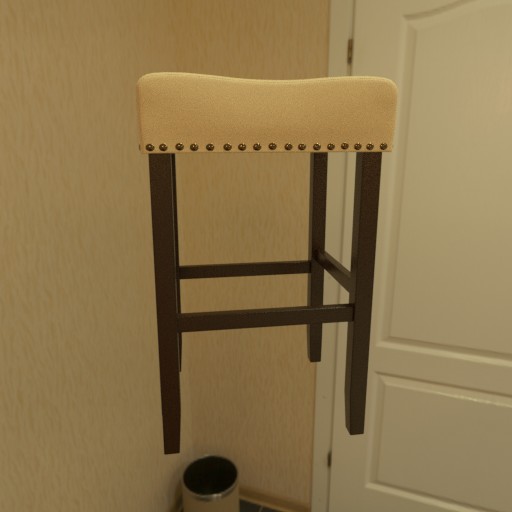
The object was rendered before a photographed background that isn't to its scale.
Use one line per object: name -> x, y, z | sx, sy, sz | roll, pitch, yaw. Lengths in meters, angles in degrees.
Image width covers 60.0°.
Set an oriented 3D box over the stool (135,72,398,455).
stool -> 0.000, 0.000, 1.050 | 0.471, 0.762, 0.401 | -2, 16, -8
